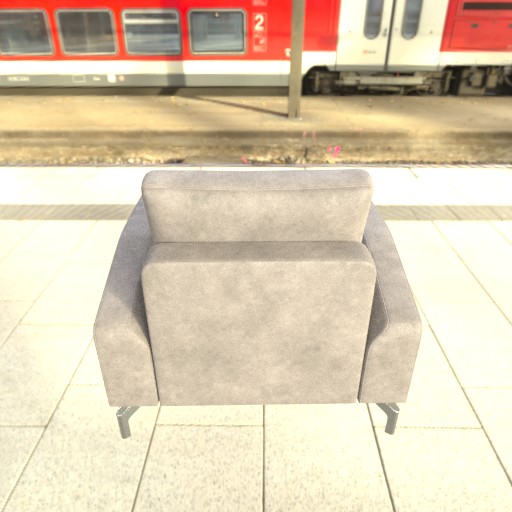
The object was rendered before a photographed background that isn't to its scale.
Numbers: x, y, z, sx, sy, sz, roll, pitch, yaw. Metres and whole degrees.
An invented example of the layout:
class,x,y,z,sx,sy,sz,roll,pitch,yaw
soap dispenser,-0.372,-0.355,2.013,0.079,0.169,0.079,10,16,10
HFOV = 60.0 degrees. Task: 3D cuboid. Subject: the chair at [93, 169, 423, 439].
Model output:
class,x,y,z,sx,sy,sz,roll,pitch,yaw
chair,0.000,0.000,1.577,0.900,0.800,0.900,-1,30,-1
